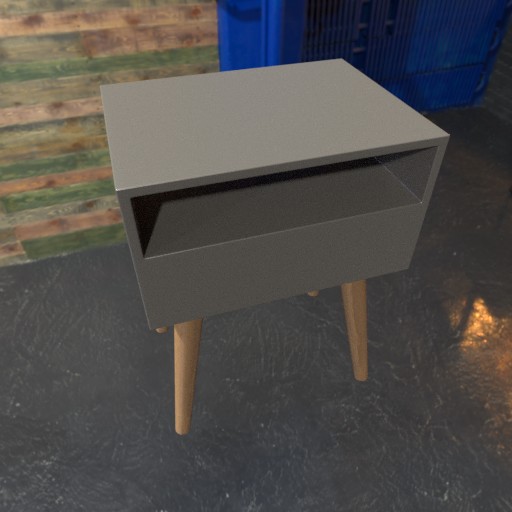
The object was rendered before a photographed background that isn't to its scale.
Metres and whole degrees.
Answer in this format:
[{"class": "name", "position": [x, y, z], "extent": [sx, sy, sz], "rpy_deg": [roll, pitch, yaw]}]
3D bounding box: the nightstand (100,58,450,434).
[{"class": "nightstand", "position": [0.000, 0.000, 0.729], "extent": [0.370, 0.508, 0.288], "rpy_deg": [-12, 43, -13]}]
